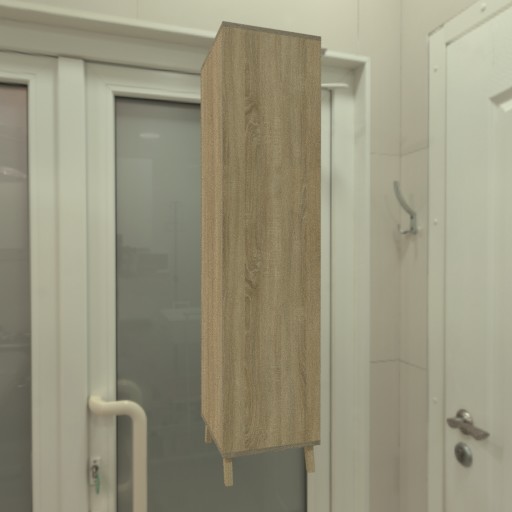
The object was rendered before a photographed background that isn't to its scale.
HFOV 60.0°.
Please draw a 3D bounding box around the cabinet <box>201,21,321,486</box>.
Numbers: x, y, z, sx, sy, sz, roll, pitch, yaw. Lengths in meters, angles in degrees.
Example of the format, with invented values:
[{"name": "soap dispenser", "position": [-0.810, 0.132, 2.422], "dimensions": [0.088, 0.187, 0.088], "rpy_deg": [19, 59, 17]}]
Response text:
[{"name": "cabinet", "position": [0.000, 0.000, 2.164], "dimensions": [0.450, 1.960, 0.510], "rpy_deg": [0, 1, -17]}]
